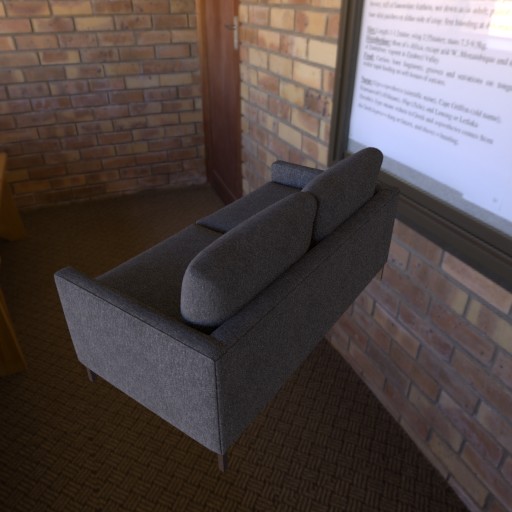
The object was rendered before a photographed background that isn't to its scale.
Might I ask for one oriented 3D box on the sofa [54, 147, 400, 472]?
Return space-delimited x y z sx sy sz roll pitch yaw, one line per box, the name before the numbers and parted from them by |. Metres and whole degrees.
sofa | 0.000 0.000 2.271 0.866 0.862 1.716 20 37 29
